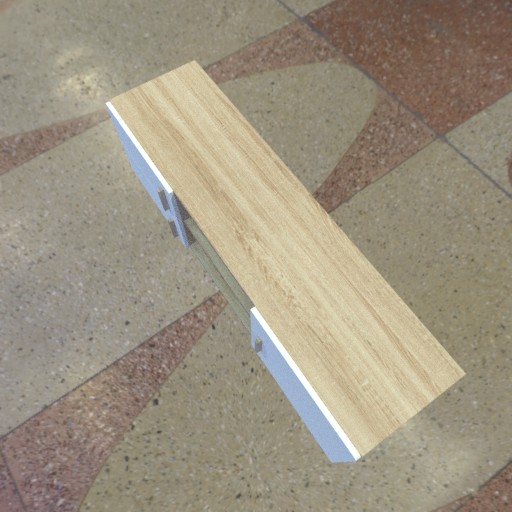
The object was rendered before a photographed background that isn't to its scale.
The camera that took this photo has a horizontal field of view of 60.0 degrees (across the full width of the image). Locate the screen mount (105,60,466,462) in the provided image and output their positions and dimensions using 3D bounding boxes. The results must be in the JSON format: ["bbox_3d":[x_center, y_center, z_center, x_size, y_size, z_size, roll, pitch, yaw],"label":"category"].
[{"bbox_3d":[0.000,0.000,1.724,0.420,0.570,1.500,-31,69,-14],"label":"screen mount"}]
